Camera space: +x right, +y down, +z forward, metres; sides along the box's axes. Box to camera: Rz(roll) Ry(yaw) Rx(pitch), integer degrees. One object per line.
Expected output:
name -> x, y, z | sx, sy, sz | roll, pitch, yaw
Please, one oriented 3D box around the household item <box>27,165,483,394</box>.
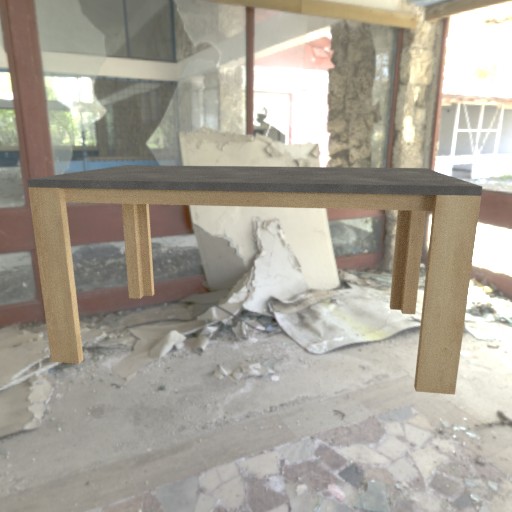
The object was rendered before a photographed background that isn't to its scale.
household item -> 0.000, 0.000, 2.042 | 1.600, 0.755, 0.850 | 2, 15, 9
